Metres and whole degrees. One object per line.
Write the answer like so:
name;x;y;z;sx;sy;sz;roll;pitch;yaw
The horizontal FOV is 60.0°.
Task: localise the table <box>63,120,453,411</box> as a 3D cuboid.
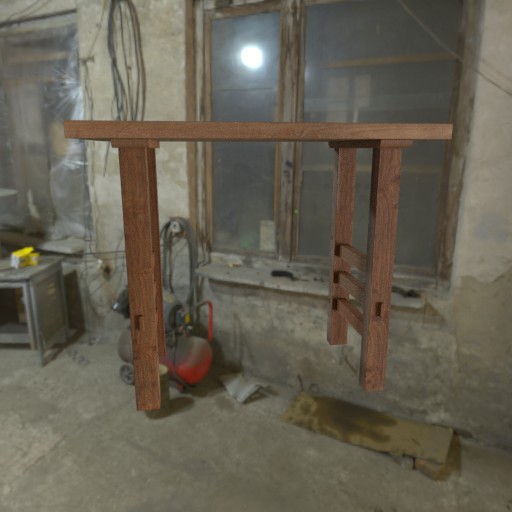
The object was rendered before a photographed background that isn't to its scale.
table;0.000;0.000;1.630;1.119;0.914;0.556;-2;14;-8
